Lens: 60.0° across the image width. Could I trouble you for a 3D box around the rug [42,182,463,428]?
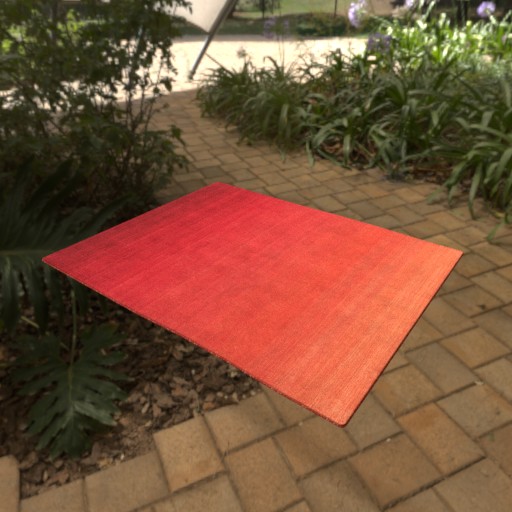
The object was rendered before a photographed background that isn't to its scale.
[{"bbox_3d":[0.000,0.000,3.894,2.905,0.028,2.340,21,36,31],"label":"rug"}]
